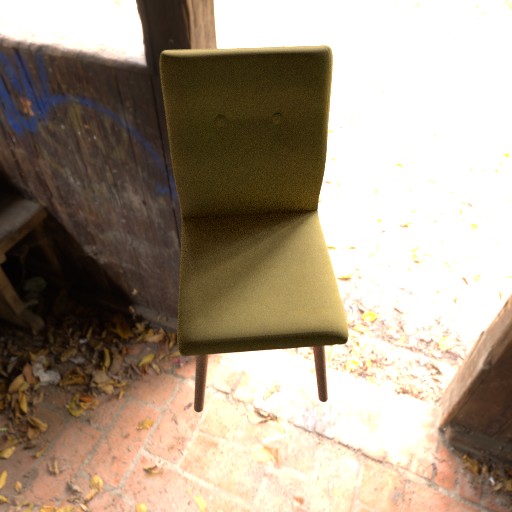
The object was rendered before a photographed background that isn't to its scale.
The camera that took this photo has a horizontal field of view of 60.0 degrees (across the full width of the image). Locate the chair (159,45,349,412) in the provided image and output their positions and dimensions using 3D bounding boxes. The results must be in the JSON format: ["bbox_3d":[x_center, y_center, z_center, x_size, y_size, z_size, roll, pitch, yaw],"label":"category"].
[{"bbox_3d":[0.000,0.000,1.283,0.450,0.965,0.550,-4,46,-3],"label":"chair"}]
